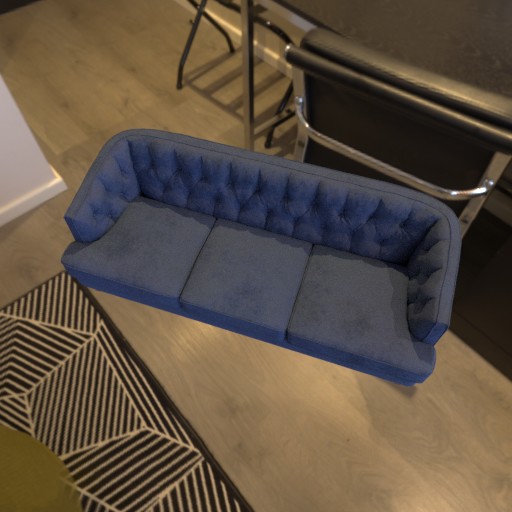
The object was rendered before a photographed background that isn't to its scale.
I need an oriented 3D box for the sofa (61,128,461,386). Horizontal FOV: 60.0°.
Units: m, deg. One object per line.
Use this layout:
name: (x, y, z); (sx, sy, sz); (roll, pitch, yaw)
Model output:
sofa: (0.000, 0.000, 2.786); (2.278, 0.855, 0.941); (16, 59, 10)
